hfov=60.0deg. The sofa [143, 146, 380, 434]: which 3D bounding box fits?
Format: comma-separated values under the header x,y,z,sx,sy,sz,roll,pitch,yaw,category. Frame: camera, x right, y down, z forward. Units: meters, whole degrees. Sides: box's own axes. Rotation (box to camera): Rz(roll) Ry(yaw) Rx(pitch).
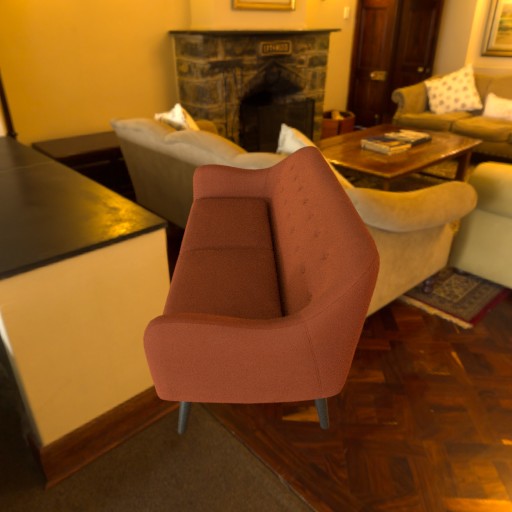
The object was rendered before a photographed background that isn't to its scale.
x,y,z,sx,sy,sz,roll,pitch,yaw,category
0.000,0.000,2.321,0.820,0.836,1.840,-1,28,-2,sofa
